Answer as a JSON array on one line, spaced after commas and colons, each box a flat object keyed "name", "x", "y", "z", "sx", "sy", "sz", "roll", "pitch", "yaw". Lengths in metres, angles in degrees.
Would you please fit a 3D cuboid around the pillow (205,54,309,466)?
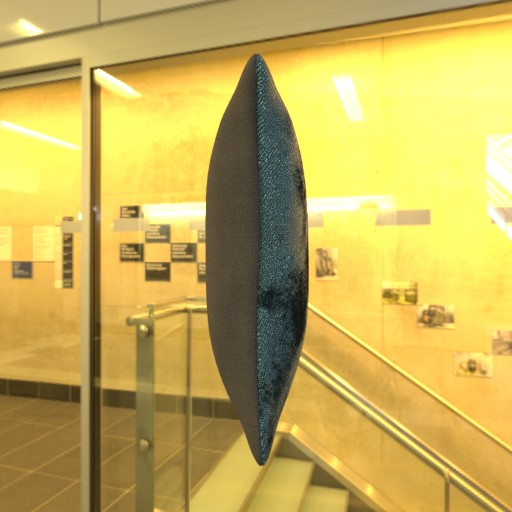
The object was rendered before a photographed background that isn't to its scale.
[{"name": "pillow", "x": 0.000, "y": 0.000, "z": 0.667, "sx": 0.138, "sy": 0.430, "sz": 0.436, "roll": 0, "pitch": 0, "yaw": -1}]
